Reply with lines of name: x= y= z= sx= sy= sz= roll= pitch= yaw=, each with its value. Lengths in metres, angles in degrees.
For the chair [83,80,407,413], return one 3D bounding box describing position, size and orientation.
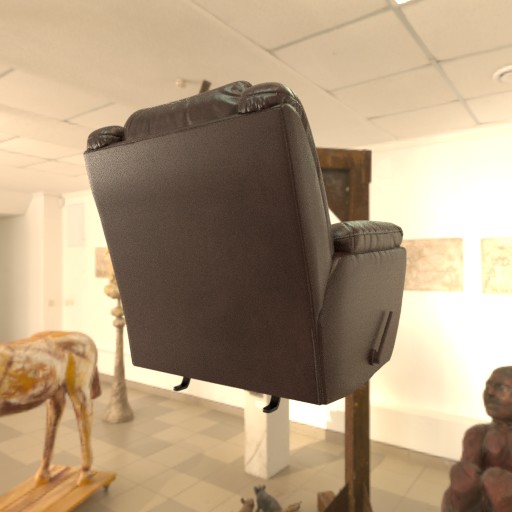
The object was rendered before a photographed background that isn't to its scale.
chair: x=0.000 y=0.000 z=1.851 sx=0.990 sy=1.093 sz=1.041 roll=0 pitch=0 yaw=35
